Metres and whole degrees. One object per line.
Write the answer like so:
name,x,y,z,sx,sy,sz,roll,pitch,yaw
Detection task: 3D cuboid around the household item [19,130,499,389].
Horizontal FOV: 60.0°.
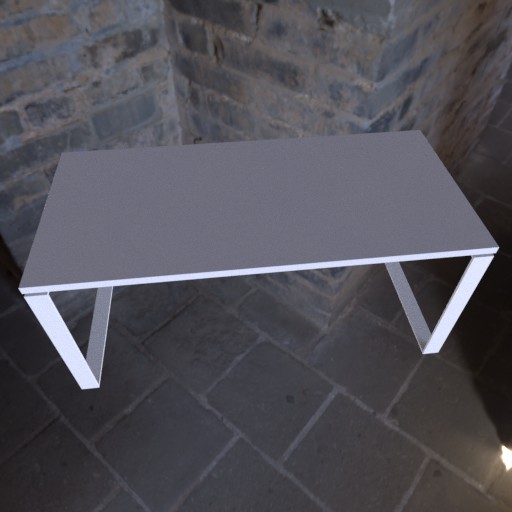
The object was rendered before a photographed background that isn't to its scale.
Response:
household item,0.000,0.000,2.100,1.700,0.745,0.800,-5,47,-4
